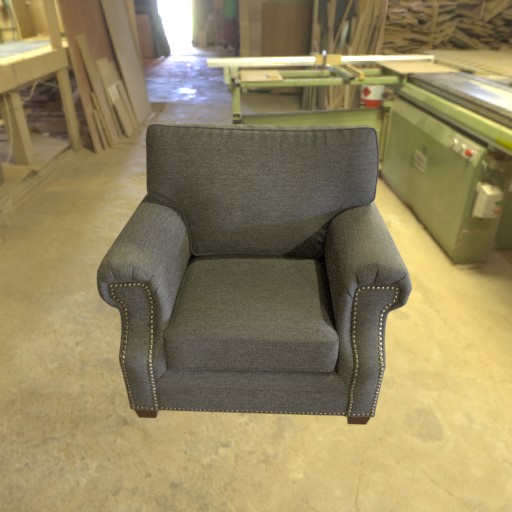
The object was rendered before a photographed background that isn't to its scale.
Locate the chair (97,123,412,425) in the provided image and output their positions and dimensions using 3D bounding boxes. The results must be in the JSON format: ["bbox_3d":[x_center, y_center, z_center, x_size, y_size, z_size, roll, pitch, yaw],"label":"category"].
[{"bbox_3d":[0.000,0.000,1.853,1.092,0.961,0.965,1,30,2],"label":"chair"}]
